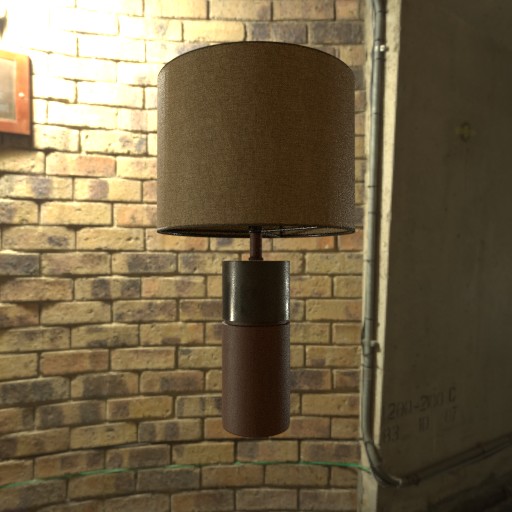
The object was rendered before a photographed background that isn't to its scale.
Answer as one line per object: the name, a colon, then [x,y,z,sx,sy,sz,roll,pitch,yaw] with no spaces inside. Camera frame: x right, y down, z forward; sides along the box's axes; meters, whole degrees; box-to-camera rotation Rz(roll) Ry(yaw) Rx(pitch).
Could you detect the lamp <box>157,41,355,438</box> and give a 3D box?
lamp: [0.000,0.000,0.461,0.202,0.350,0.202,0,-1,0]
